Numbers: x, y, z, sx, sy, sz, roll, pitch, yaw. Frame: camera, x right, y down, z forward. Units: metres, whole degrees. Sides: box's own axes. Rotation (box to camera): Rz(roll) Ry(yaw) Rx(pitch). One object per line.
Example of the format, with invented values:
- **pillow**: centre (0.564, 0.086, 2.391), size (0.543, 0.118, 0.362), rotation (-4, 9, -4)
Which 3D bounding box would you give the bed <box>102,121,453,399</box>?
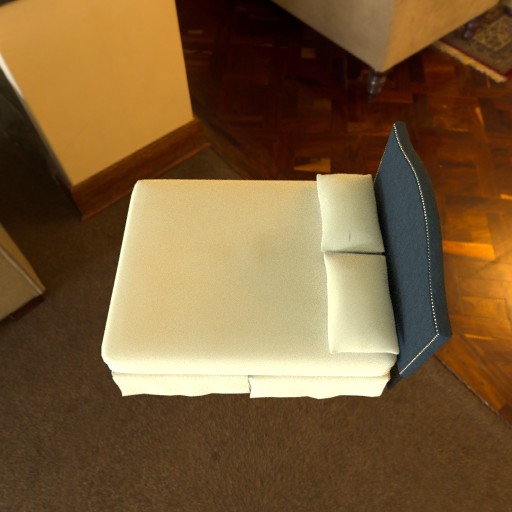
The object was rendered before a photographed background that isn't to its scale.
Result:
- **bed**: centre (0.000, 0.000, 3.273), size (2.153, 1.518, 1.713), rotation (1, 59, 0)
